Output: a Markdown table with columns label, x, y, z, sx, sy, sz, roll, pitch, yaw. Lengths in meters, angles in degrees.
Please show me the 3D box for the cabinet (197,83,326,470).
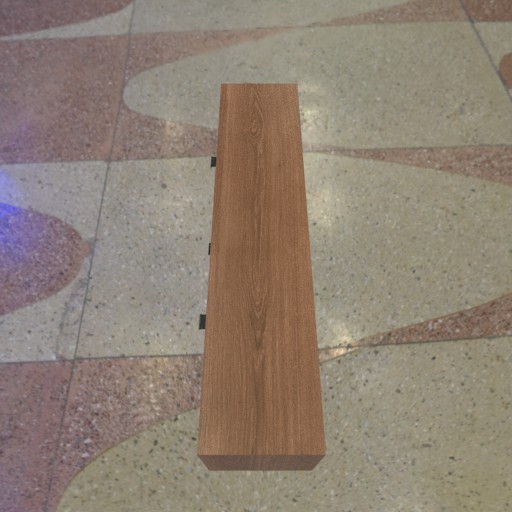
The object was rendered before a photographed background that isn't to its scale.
| label | x | y | z | sx | sy | sz | roll | pitch | yaw |
| --- | --- | --- | --- | --- | --- | --- | --- | --- | --- |
| cabinet | 0.000 | 0.000 | 1.914 | 0.400 | 0.500 | 1.650 | 0 | 58 | 0 |
